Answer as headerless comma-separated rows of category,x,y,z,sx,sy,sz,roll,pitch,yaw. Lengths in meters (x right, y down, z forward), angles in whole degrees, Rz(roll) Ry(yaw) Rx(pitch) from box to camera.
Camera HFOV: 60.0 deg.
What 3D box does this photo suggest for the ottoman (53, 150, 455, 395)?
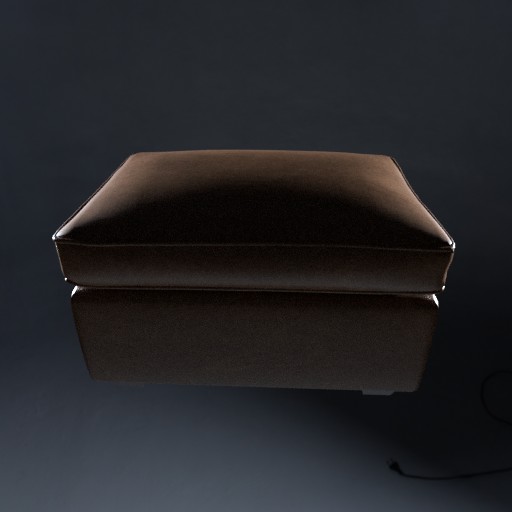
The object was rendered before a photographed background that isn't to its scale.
ottoman,0.000,0.000,1.118,0.756,0.468,0.554,1,30,2
